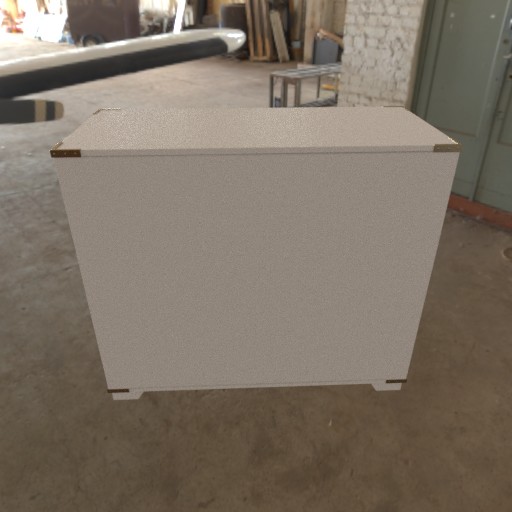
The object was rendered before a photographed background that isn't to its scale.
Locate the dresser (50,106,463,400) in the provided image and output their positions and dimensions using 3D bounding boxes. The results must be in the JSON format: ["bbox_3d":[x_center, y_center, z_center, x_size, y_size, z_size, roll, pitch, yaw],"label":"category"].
[{"bbox_3d":[0.000,0.000,1.517,1.022,0.891,0.460,-1,30,-2],"label":"dresser"}]
